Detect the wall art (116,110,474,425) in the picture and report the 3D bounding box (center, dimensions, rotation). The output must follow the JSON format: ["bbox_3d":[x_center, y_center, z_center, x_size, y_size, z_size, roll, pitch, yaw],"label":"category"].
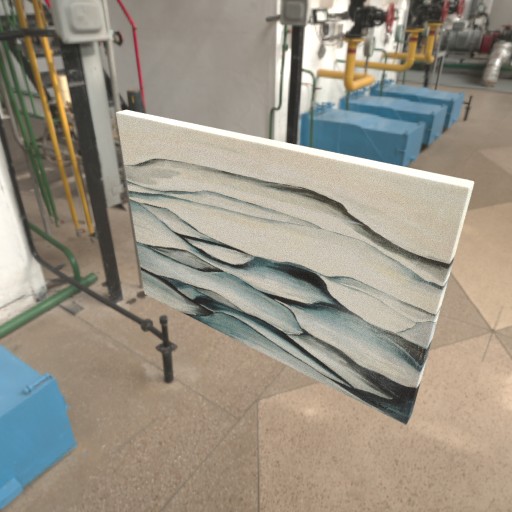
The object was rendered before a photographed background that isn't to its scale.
[{"bbox_3d":[0.000,0.000,1.146,0.914,0.609,0.039,20,37,30],"label":"wall art"}]
